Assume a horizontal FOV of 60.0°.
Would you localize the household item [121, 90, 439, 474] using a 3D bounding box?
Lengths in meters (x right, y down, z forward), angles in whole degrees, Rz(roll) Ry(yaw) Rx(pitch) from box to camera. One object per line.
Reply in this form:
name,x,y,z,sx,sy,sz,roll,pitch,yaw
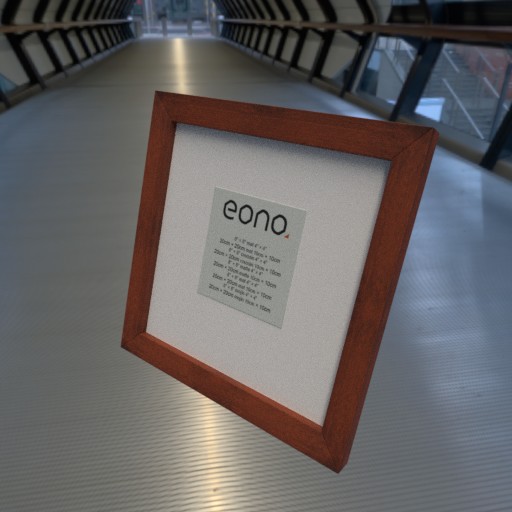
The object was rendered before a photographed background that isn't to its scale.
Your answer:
household item,0.000,0.000,0.375,0.240,0.240,0.131,19,34,30
